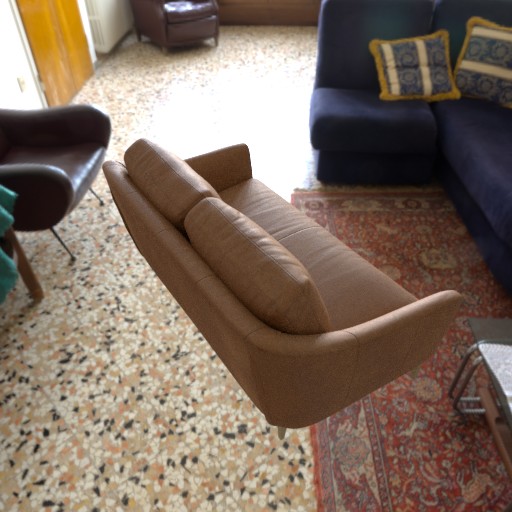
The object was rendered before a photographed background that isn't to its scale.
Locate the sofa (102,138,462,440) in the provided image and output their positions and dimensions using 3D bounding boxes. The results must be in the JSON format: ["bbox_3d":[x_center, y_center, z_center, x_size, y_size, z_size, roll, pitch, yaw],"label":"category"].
[{"bbox_3d":[0.000,0.000,2.166,0.960,0.902,1.619,-24,46,-25],"label":"sofa"}]
